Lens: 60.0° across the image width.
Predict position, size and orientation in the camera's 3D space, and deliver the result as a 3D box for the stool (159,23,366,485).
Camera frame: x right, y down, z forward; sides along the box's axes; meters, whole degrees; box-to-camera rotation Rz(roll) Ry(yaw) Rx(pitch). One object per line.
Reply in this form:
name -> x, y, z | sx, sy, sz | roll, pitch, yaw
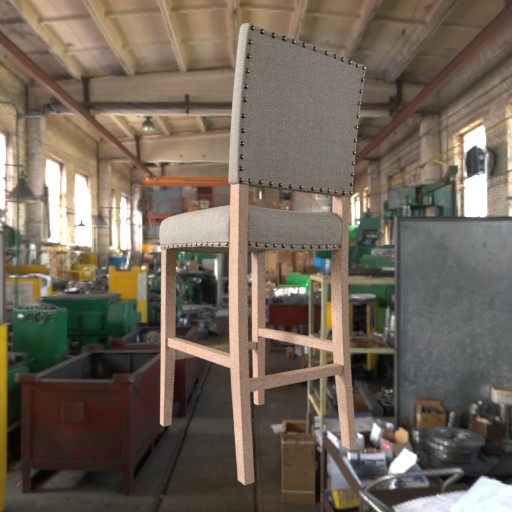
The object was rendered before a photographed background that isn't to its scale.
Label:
stool -> 0.000, 0.000, 1.449 | 0.445, 1.173, 0.585 | 0, -1, -34
